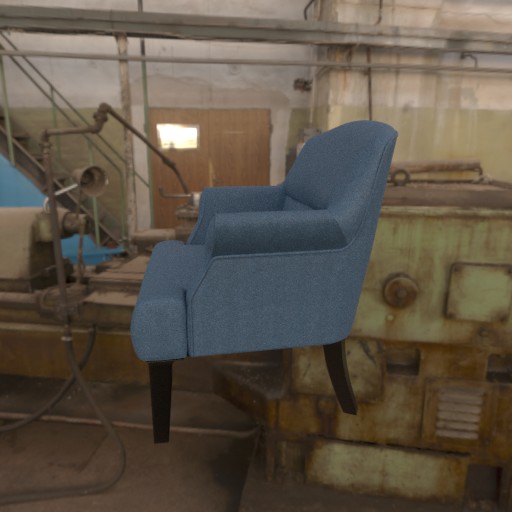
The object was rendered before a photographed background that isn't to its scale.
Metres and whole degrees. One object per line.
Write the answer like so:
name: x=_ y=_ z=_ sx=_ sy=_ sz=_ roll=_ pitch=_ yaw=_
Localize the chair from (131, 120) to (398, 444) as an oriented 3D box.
chair: x=0.000 y=0.000 z=1.492 sx=0.754 sy=0.878 sz=0.770 roll=-2 pitch=15 yaw=-8
